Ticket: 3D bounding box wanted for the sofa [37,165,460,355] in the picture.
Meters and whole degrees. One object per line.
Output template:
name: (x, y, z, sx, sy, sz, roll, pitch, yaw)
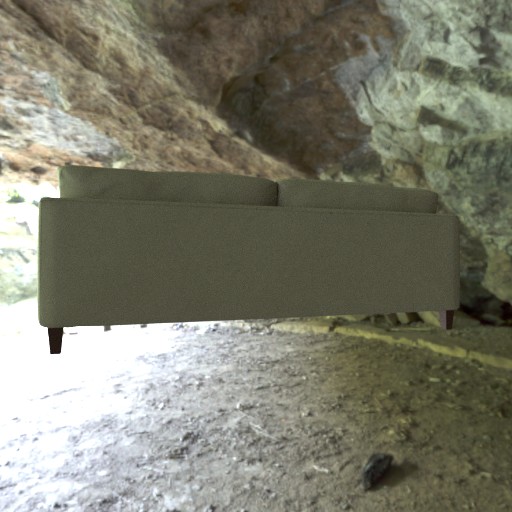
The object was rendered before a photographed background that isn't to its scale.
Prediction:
sofa: (0.000, 0.000, 2.807, 2.404, 0.912, 0.988, 0, -1, -19)
